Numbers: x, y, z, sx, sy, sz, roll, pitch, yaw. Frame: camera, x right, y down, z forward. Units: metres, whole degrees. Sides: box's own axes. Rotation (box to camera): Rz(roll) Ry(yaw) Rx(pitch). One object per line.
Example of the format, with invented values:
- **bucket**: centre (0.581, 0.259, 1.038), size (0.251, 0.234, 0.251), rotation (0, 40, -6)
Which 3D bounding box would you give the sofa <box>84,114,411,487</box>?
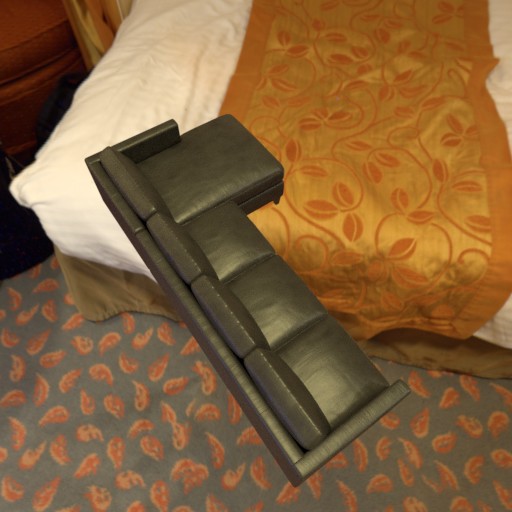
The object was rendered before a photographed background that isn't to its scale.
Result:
- **sofa**: centre (0.000, 0.000, 3.821), size (1.581, 0.883, 3.203), rotation (-31, 63, -18)
